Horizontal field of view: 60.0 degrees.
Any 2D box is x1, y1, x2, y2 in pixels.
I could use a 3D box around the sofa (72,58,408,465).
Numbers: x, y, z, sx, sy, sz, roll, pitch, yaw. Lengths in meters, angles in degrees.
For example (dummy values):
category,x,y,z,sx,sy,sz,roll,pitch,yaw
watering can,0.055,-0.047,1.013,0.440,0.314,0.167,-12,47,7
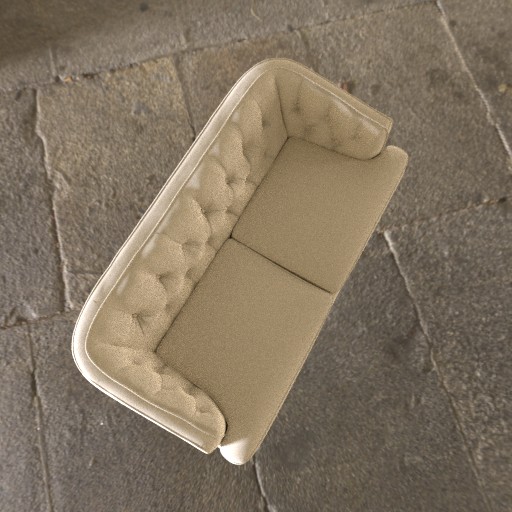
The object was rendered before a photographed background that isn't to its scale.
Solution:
category,x,y,z,sx,sy,sz,roll,pitch,yaw
sofa,0.000,0.000,2.229,0.941,0.855,1.733,29,76,8
